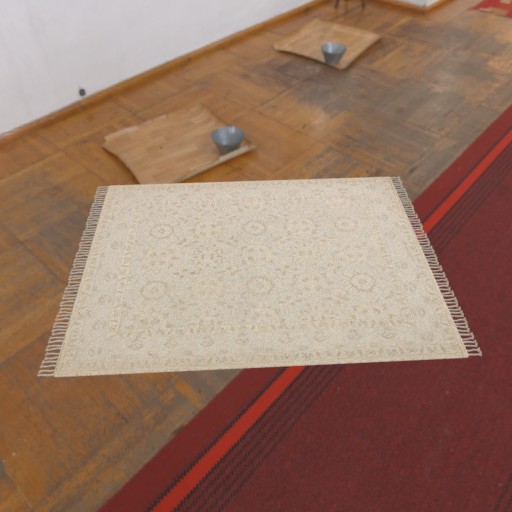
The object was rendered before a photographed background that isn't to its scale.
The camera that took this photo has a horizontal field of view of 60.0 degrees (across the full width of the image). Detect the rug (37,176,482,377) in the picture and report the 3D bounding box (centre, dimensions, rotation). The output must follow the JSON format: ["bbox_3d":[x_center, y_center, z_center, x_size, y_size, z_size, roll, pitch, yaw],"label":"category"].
[{"bbox_3d":[0.000,0.000,2.184,1.771,0.015,1.223,-2,46,-2],"label":"rug"}]
